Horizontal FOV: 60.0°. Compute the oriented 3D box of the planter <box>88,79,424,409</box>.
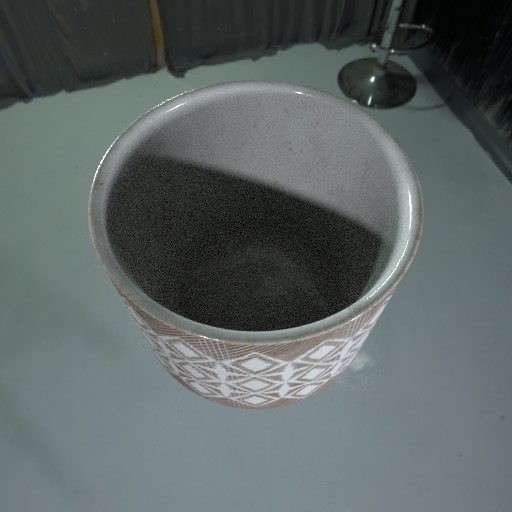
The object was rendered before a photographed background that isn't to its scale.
[{"bbox_3d":[0.000,0.000,0.214,0.126,0.104,0.126,0,59,0],"label":"planter"}]
